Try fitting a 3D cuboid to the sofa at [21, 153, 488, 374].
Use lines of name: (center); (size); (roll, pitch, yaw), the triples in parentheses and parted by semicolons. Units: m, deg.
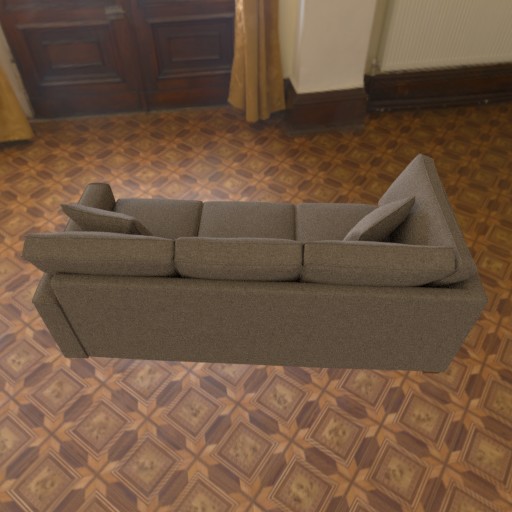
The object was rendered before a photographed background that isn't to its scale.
sofa: (0.000, 0.000, 2.728); (2.317, 0.962, 1.061); (2, 47, 2)
